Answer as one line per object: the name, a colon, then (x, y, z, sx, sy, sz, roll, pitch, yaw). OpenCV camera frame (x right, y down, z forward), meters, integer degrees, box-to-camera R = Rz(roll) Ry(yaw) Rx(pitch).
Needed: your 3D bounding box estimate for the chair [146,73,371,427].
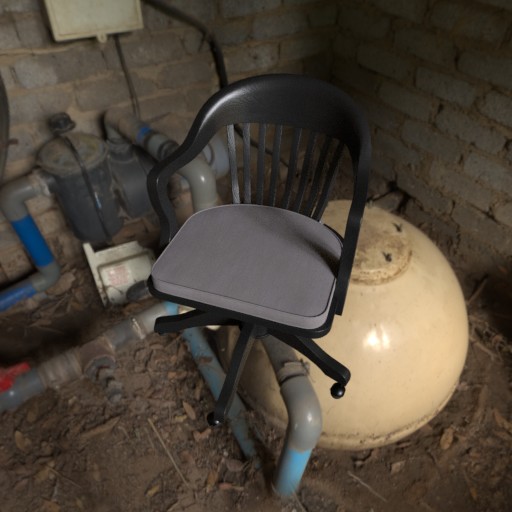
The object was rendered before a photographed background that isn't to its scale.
chair: (0.000, 0.000, 1.426, 0.750, 0.878, 0.788, 13, 45, 13)
